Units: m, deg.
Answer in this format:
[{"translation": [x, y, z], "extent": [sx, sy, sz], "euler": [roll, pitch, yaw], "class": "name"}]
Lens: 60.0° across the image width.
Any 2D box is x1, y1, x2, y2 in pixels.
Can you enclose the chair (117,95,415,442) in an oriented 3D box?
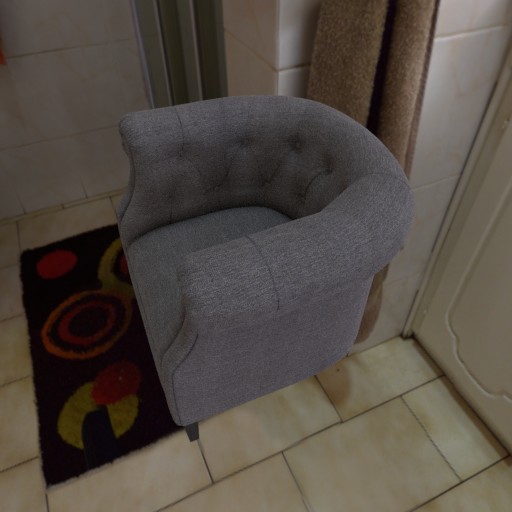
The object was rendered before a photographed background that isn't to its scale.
[{"translation": [0.000, 0.000, 1.547], "extent": [0.852, 0.827, 0.905], "euler": [-16, 48, -15], "class": "chair"}]
